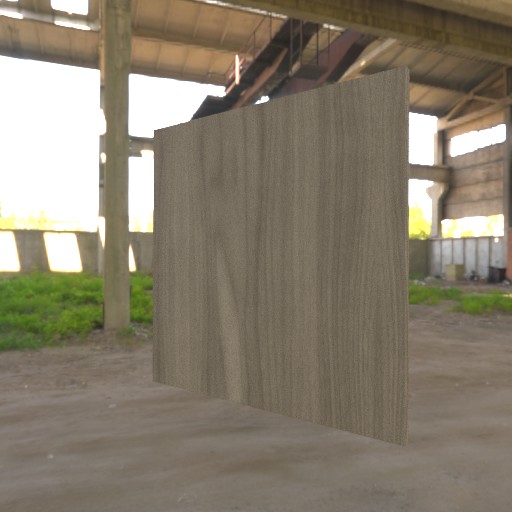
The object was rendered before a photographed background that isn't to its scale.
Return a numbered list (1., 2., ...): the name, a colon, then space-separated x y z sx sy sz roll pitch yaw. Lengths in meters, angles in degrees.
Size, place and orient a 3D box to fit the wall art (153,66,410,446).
1. wall art: 0.000 0.000 0.749 0.508 0.507 0.016 0 0 37
